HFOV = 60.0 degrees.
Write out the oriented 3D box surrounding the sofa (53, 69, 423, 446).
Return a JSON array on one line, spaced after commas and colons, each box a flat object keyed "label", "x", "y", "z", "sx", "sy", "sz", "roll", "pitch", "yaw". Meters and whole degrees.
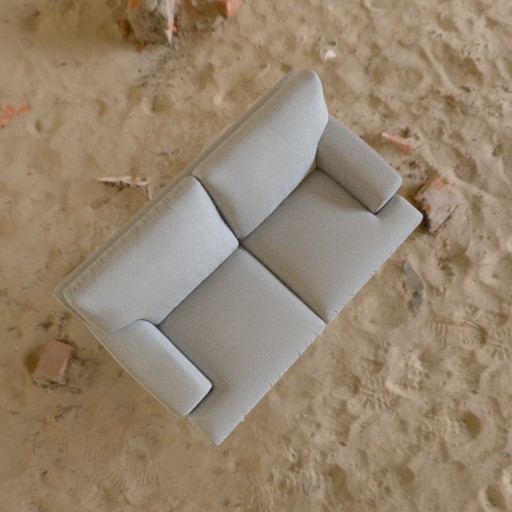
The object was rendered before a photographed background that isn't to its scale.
[{"label": "sofa", "x": 0.000, "y": 0.000, "z": 2.575, "sx": 1.143, "sy": 0.940, "sz": 1.880, "roll": 43, "pitch": 79, "yaw": 10}]
